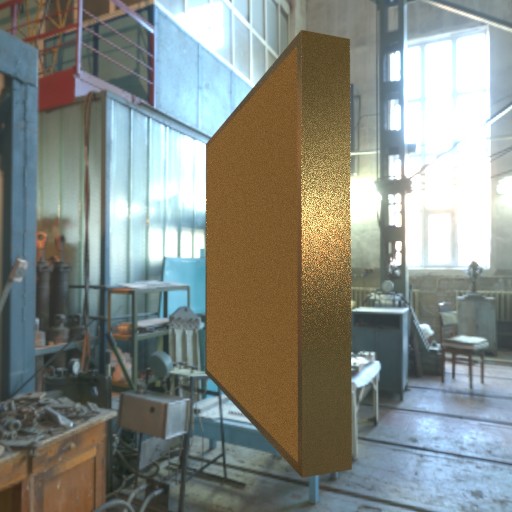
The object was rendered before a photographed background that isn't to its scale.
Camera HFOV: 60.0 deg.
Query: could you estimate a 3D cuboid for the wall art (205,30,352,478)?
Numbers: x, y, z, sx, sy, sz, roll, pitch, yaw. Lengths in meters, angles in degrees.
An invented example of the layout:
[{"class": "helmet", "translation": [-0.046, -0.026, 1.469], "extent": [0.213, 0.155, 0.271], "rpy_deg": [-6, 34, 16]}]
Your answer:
[{"class": "wall art", "translation": [0.000, 0.000, 0.451], "extent": [0.038, 0.304, 0.304], "rpy_deg": [0, -1, -19]}]
